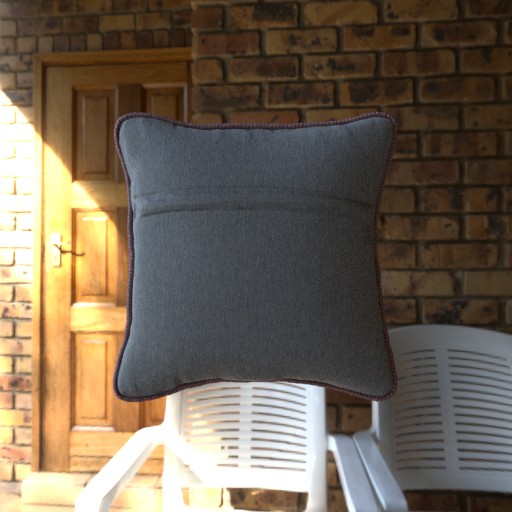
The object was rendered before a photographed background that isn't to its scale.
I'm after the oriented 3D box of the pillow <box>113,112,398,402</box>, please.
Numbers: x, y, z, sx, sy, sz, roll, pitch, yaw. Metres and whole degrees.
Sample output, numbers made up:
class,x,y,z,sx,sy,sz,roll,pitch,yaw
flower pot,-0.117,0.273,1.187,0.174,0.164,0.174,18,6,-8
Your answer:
class,x,y,z,sx,sy,sz,roll,pitch,yaw
pillow,0.000,0.000,0.752,0.482,0.491,0.124,0,-1,0
